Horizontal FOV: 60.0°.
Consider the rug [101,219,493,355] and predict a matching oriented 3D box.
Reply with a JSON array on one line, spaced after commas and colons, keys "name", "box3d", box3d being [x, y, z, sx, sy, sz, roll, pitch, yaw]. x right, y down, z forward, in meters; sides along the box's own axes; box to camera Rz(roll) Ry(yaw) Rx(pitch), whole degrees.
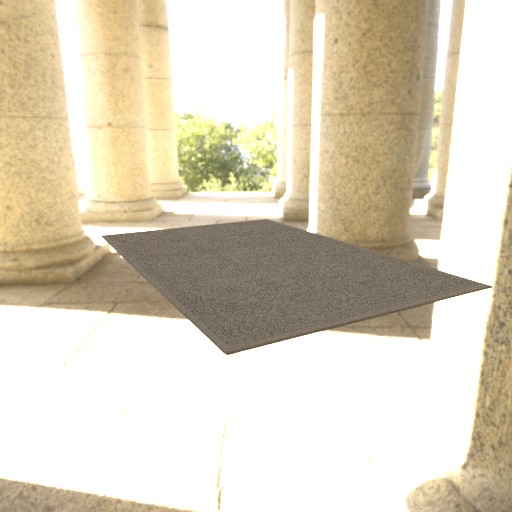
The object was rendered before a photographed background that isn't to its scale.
[{"name": "rug", "box3d": [0.000, 0.000, 2.883, 1.524, 0.011, 2.286, -8, 17, -28]}]
